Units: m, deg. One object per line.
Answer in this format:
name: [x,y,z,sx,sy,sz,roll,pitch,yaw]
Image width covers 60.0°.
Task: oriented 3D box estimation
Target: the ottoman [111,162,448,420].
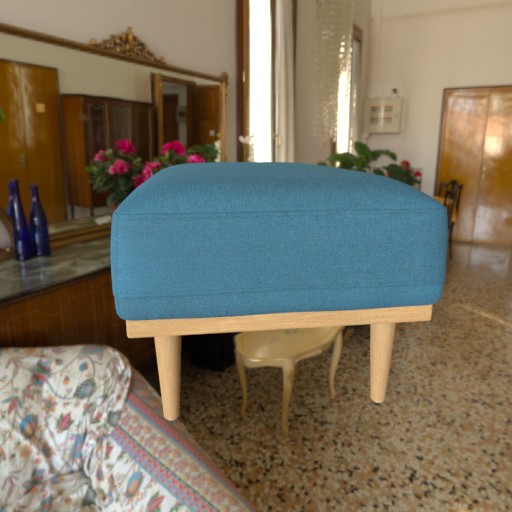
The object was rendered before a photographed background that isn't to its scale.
ottoman: [0.000,0.000,1.055,0.549,0.428,0.749,-2,14,-8]
